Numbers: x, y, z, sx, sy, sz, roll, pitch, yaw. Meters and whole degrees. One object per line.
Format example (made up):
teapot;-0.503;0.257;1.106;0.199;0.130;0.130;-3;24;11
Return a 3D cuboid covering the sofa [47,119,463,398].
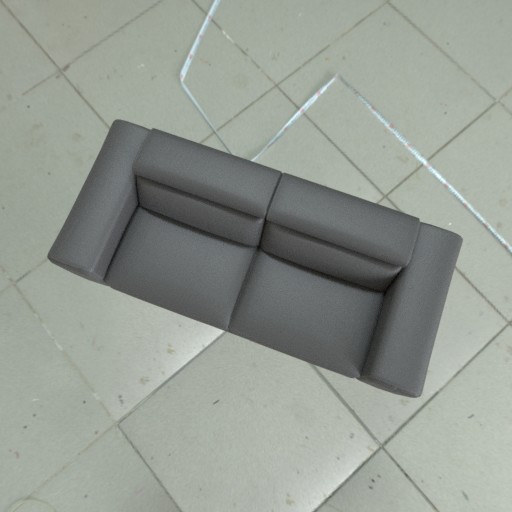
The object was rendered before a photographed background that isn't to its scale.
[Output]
sofa;0.000;0.000;2.837;2.321;0.759;1.023;20;77;5
